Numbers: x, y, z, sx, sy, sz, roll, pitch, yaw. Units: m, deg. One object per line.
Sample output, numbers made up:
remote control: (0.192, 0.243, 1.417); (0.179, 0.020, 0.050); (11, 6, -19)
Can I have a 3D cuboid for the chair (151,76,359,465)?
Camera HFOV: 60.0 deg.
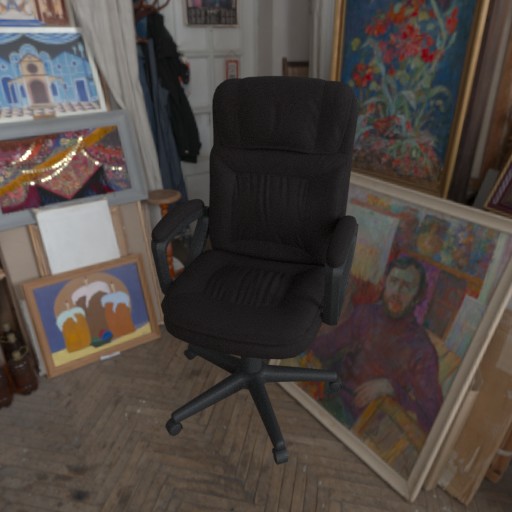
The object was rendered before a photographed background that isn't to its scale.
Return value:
chair: (0.000, 0.000, 1.520); (0.667, 1.105, 0.724); (8, 27, 16)
